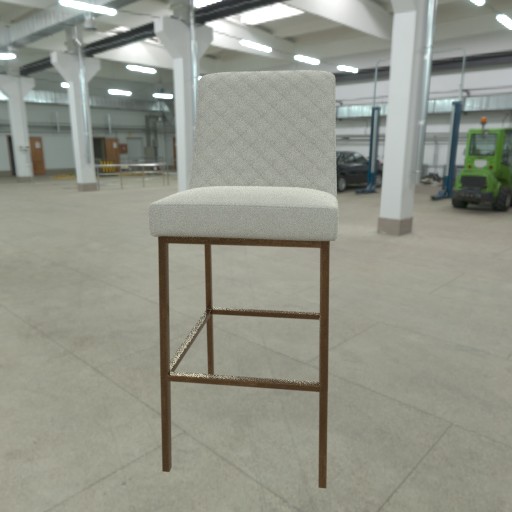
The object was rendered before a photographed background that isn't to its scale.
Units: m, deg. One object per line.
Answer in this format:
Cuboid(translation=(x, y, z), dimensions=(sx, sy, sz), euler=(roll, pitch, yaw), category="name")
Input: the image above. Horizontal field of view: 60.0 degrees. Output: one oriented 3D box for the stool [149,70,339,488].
Cuboid(translation=(0.000, 0.000, 1.294), dimensions=(0.462, 1.084, 0.546), euler=(2, 14, 8), category="stool")
